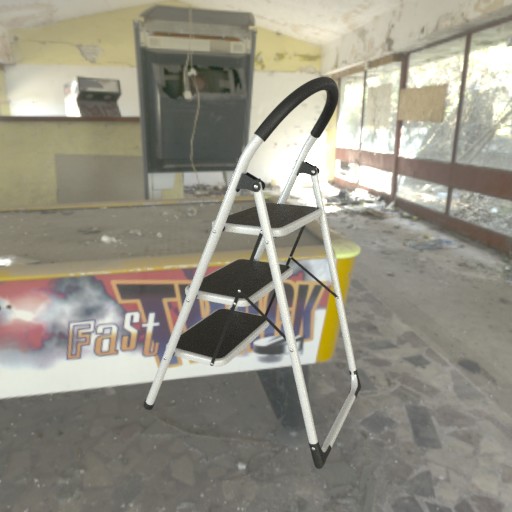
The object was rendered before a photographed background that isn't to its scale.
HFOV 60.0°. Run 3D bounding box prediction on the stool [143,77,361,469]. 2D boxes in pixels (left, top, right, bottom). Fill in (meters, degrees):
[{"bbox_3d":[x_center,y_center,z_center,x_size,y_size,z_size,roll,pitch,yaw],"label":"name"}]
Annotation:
[{"bbox_3d":[0.000,0.000,1.501,0.676,1.109,0.485,8,18,25],"label":"stool"}]
